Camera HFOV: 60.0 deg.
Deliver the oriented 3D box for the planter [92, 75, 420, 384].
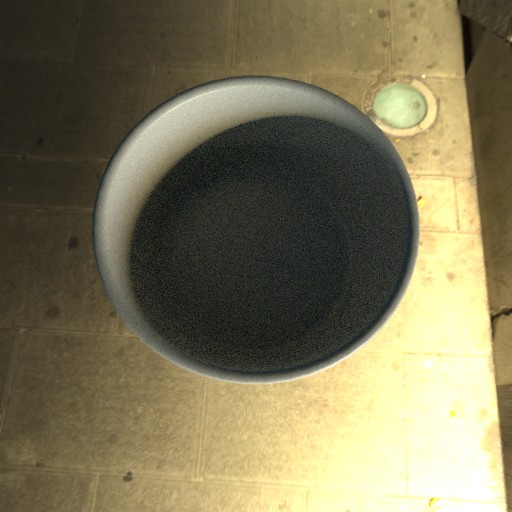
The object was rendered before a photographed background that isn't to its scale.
[{"bbox_3d":[0.000,0.000,0.572,0.317,0.303,0.317,0,74,0],"label":"planter"}]
